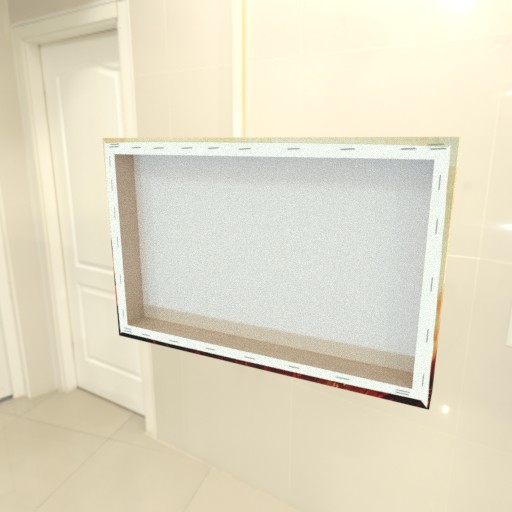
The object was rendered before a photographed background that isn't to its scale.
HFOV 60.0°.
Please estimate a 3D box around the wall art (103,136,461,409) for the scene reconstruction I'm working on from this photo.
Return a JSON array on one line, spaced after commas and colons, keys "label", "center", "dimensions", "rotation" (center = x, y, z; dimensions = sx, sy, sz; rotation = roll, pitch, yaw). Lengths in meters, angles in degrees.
[{"label": "wall art", "center": [0.000, 0.000, 0.486], "dimensions": [0.383, 0.251, 0.037], "rotation": [7, 16, 25]}]
